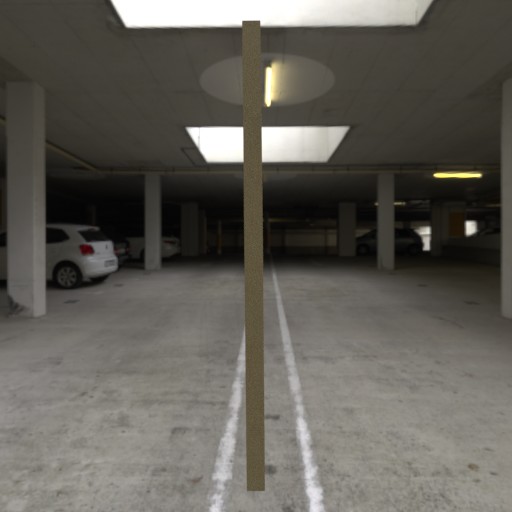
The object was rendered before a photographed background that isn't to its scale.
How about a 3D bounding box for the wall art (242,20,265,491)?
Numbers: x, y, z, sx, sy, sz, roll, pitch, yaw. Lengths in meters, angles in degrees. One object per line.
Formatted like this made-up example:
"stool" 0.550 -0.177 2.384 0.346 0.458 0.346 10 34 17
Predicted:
"wall art" 0.000 0.000 1.016 0.039 0.810 0.510 0 0 1
